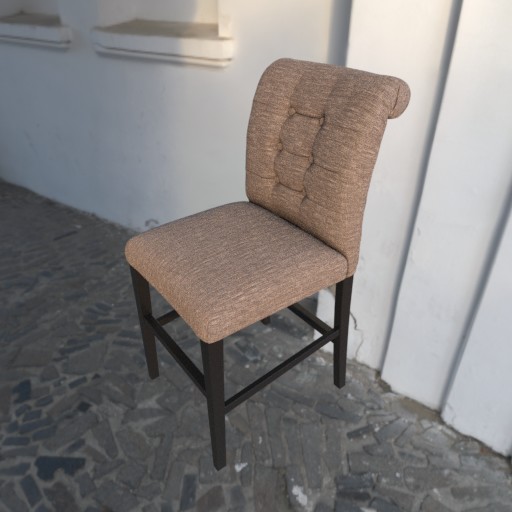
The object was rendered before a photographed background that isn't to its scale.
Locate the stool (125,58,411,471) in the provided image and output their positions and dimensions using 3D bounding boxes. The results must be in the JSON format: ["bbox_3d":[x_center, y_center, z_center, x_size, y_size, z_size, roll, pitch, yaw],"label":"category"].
[{"bbox_3d":[0.000,0.000,1.270,0.611,0.970,0.457,-21,38,-31],"label":"stool"}]
